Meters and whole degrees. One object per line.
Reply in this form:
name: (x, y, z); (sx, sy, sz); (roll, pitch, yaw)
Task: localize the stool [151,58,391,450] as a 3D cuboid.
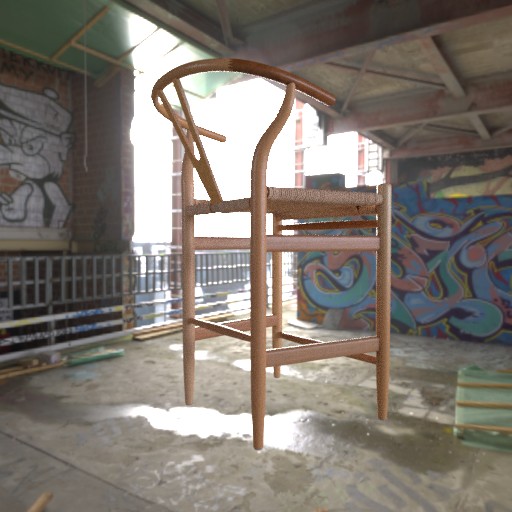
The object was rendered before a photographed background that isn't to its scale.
stool: (0.000, 0.000, 1.282); (0.575, 0.923, 0.536); (-1, 2, -36)
